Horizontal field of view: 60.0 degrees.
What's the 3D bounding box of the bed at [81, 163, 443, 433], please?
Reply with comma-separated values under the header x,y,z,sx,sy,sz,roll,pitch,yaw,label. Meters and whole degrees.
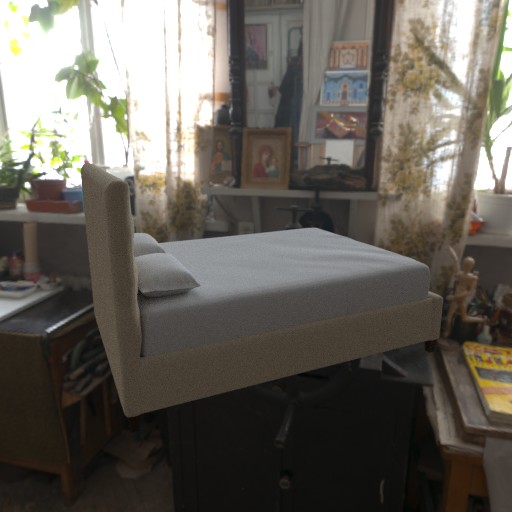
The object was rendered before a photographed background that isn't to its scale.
x,y,z,sx,sy,sz,roll,pitch,yaw,label
0.000,0.000,3.535,2.387,1.427,1.698,-7,17,-24,bed
